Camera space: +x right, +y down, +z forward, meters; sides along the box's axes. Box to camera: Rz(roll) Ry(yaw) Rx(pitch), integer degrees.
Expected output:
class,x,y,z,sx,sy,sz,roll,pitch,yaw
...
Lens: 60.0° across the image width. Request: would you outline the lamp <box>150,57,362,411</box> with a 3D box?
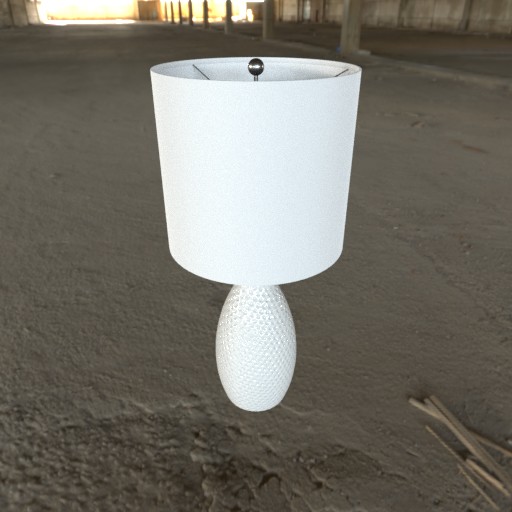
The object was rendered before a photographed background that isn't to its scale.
class,x,y,z,sx,sy,sz,roll,pitch,yaw
lamp,0.000,0.000,0.569,0.214,0.466,0.214,-8,30,-14
